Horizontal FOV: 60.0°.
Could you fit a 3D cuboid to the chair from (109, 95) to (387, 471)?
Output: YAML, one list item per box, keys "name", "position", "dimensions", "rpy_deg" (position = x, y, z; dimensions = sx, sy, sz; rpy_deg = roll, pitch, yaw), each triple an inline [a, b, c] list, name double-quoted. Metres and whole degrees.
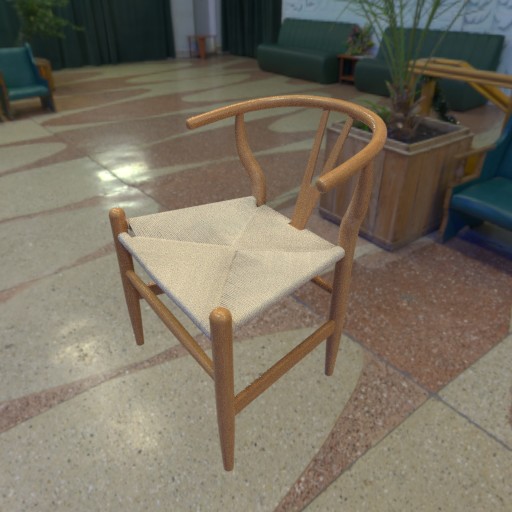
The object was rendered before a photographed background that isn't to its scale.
- name: "chair"
  position: [0.000, 0.000, 1.184]
  dimensions: [0.579, 0.730, 0.569]
  rpy_deg: [-21, 37, -30]
